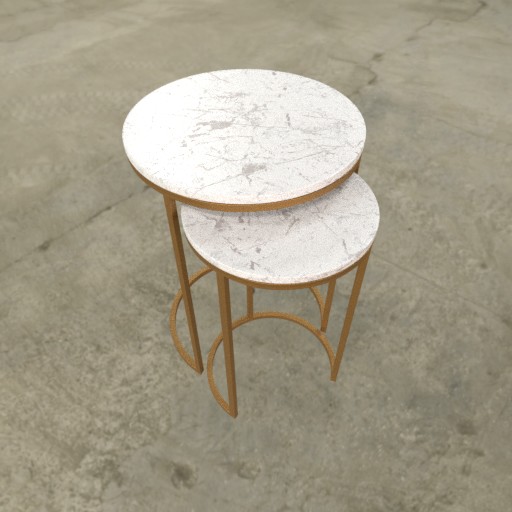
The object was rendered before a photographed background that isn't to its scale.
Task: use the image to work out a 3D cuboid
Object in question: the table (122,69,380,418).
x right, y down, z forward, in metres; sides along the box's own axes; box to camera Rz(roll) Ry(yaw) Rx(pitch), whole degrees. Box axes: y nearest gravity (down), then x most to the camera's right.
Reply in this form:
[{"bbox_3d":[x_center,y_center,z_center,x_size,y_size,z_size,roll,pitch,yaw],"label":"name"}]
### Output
[{"bbox_3d":[0.000,0.000,0.905,0.400,0.550,0.507,-16,48,-14],"label":"table"}]
